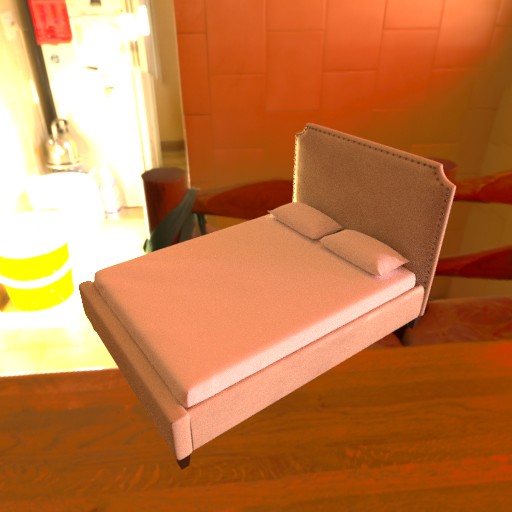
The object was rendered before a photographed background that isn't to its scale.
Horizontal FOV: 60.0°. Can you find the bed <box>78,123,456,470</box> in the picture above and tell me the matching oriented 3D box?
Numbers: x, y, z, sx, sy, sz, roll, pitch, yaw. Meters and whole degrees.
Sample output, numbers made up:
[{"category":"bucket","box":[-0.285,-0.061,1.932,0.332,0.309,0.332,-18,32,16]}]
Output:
[{"category":"bed","box":[0.000,0.000,3.472,2.372,1.443,1.712,-21,37,-30]}]
